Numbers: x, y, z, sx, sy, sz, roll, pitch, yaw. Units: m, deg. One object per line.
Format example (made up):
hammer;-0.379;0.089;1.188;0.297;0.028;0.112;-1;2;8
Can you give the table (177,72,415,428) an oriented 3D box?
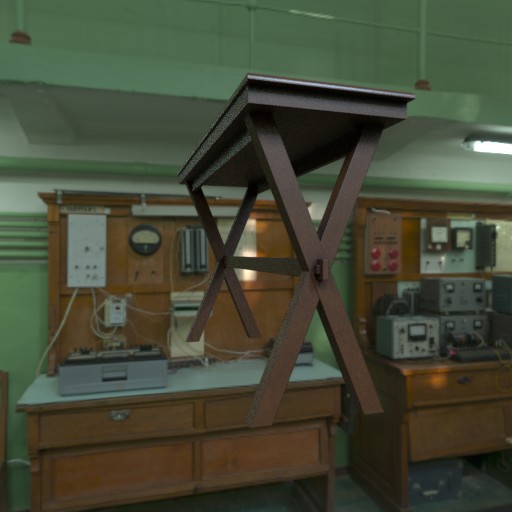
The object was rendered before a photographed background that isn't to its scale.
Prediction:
table;0.000;0.000;1.533;0.399;0.763;1.197;0;0;-17
